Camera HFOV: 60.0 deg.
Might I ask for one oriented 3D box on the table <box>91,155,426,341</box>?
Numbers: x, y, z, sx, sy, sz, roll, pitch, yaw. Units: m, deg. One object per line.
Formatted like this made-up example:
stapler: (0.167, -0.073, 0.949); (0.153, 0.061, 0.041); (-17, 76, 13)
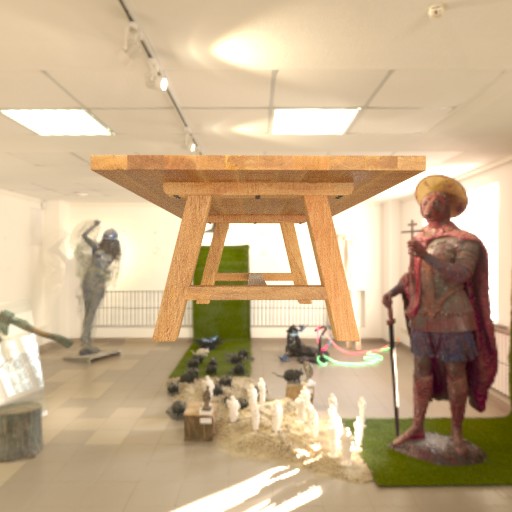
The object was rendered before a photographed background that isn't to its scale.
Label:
table: (0.000, 0.000, 1.663); (0.760, 0.455, 1.320); (0, 0, -1)
